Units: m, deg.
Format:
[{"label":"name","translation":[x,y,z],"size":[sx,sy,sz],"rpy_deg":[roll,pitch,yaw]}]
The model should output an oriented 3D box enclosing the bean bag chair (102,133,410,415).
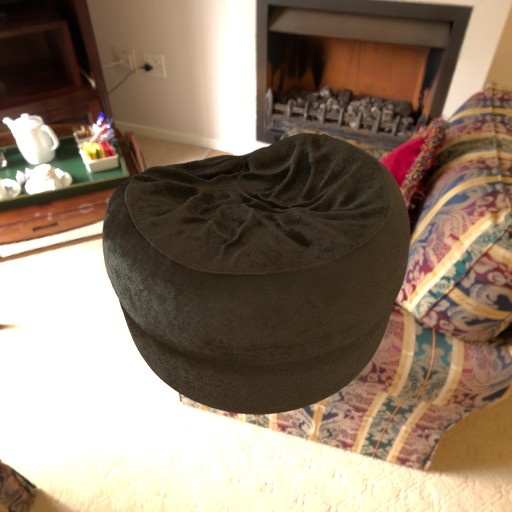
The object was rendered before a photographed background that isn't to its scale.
[{"label":"bean bag chair","translation":[0.000,0.000,1.454],"size":[0.918,0.605,0.918],"rpy_deg":[0,43,0]}]
